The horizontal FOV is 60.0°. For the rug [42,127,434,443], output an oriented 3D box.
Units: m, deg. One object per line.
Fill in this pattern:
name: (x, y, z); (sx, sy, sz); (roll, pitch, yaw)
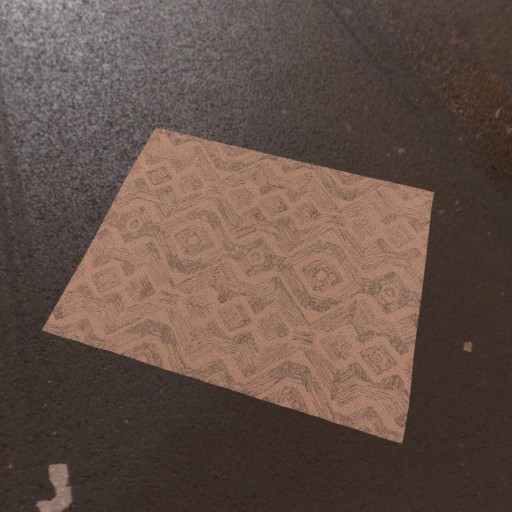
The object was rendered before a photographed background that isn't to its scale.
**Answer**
rug: (0.000, 0.000, 4.090); (3.054, 0.030, 2.430); (15, 62, 8)
